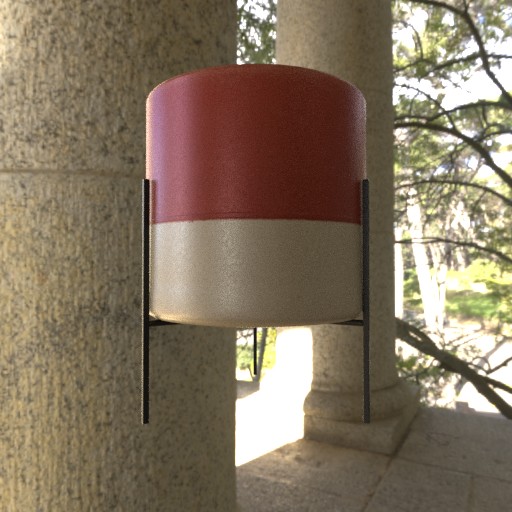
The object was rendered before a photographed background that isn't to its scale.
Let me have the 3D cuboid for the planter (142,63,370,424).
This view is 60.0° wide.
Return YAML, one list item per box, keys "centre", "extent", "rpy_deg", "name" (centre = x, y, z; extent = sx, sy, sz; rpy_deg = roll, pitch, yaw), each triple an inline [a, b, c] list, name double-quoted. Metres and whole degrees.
- centre: [0.000, 0.000, 0.710]
  extent: [0.345, 0.465, 0.354]
  rpy_deg: [0, -1, 0]
  name: "planter"
